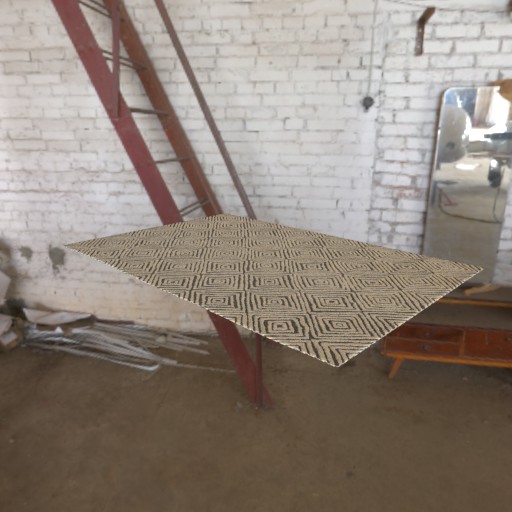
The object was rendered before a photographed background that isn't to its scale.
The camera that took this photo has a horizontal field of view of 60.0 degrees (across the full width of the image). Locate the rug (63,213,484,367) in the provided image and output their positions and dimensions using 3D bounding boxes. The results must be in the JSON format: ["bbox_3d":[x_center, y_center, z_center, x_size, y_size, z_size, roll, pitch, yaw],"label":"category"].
[{"bbox_3d":[0.000,0.000,2.191,1.750,0.004,1.177,16,23,42],"label":"rug"}]
